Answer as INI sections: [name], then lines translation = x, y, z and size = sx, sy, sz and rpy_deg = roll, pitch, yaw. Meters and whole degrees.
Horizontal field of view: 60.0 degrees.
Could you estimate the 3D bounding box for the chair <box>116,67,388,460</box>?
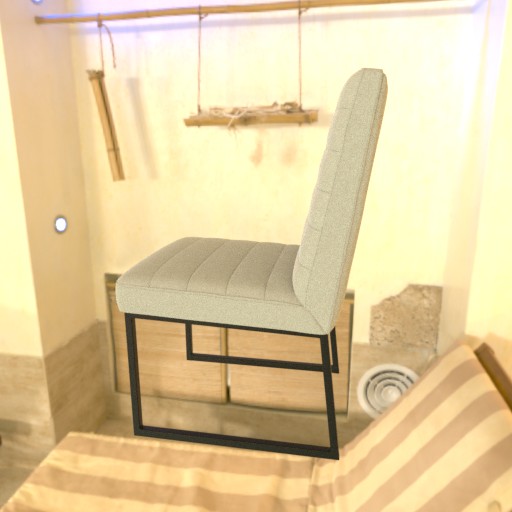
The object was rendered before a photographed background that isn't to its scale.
[chair]
translation = 0.000, 0.000, 1.271
size = 0.634, 0.930, 0.520
rpy_deg = 3, 15, 10
